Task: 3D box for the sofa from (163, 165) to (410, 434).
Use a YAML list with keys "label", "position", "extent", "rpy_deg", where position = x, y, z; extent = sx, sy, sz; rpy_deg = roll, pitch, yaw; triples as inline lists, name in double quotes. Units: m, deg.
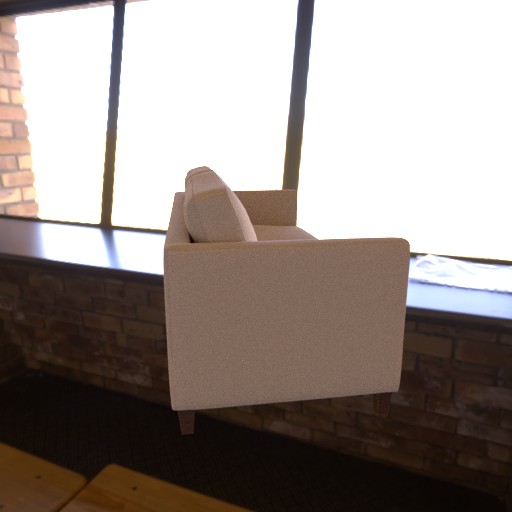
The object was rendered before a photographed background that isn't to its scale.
- label: "sofa"
  position: [0.000, 0.000, 2.324]
  extent: [0.873, 0.888, 1.722]
  rpy_deg: [-2, 15, -9]
